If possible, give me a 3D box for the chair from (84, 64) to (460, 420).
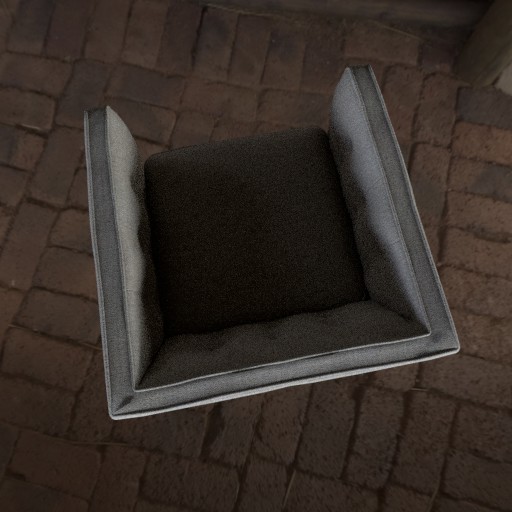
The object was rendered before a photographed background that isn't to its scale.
[{"bbox_3d":[0.000,0.000,1.585,0.920,0.799,0.912,-10,75,-3],"label":"chair"}]
